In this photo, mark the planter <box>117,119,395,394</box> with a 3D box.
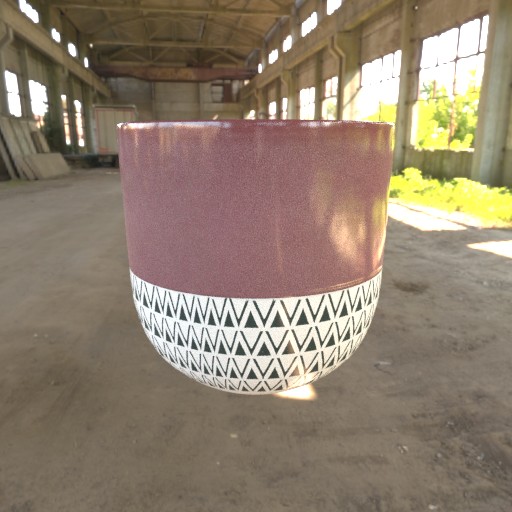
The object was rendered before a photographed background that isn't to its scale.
[{"bbox_3d":[0.000,0.000,0.476,0.266,0.270,0.266,0,15,0],"label":"planter"}]
